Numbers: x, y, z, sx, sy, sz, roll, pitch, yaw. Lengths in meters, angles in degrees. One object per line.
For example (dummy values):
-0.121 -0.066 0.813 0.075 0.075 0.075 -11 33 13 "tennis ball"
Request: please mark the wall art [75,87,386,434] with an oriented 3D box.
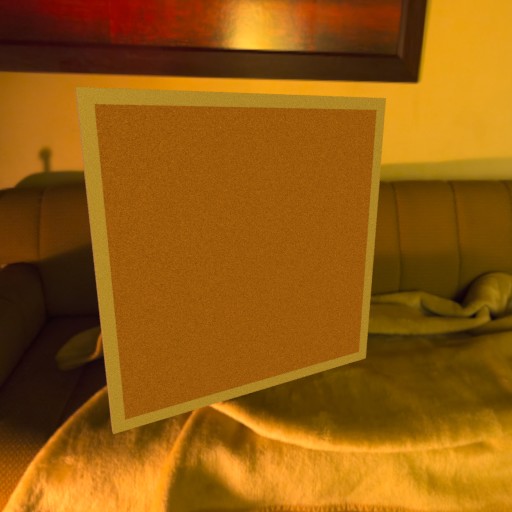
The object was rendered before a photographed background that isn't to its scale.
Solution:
0.000 0.000 0.663 0.456 0.457 0.009 -8 18 -26 "wall art"
